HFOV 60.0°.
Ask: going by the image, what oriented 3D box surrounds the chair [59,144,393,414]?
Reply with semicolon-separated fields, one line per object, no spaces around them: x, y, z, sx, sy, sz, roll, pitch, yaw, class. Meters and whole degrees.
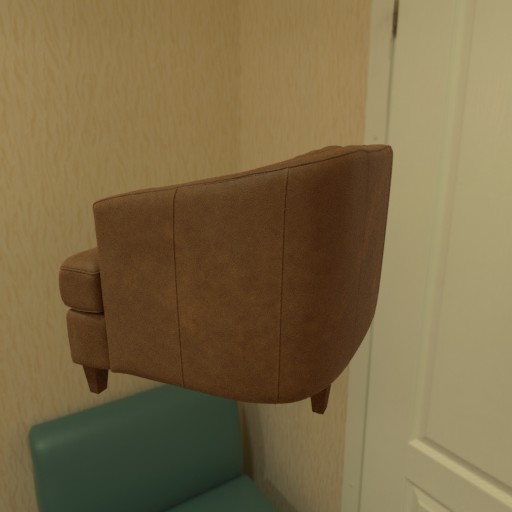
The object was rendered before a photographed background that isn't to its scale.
0.000;0.000;1.706;0.911;0.836;1.119;7;16;24;chair
